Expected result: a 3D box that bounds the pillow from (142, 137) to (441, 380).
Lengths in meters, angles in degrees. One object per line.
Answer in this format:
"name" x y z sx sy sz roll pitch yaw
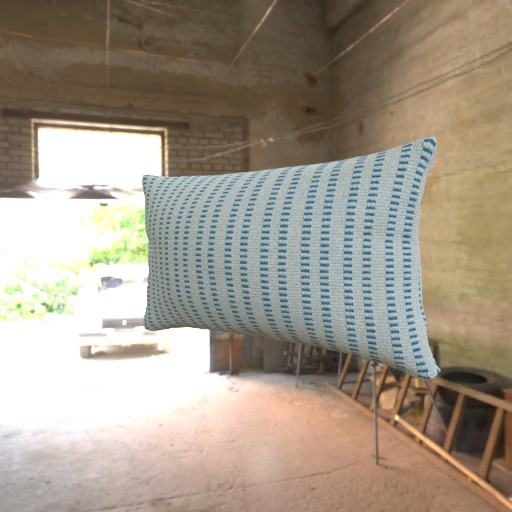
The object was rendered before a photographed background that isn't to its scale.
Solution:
"pillow" 0.000 0.000 0.816 0.640 0.353 0.210 1 2 35
